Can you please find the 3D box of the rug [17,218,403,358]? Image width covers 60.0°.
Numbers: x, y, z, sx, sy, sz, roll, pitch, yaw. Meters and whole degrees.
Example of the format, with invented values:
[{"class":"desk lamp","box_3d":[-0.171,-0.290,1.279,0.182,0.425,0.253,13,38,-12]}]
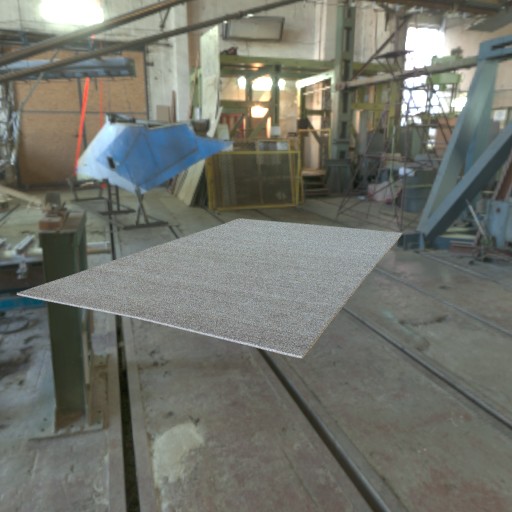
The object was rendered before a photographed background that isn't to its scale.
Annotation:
[{"class":"rug","box_3d":[0.000,0.000,2.216,1.154,0.021,1.792,7,17,25]}]
